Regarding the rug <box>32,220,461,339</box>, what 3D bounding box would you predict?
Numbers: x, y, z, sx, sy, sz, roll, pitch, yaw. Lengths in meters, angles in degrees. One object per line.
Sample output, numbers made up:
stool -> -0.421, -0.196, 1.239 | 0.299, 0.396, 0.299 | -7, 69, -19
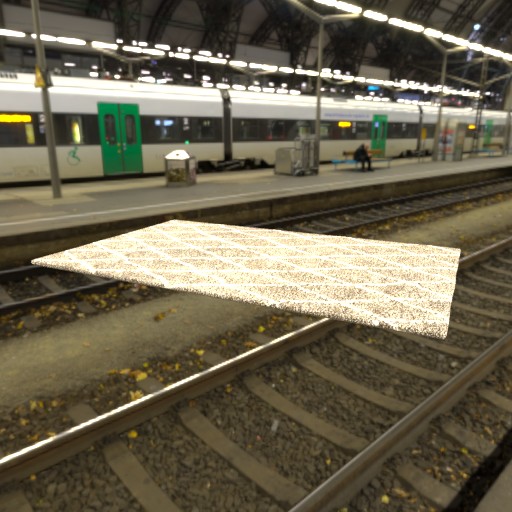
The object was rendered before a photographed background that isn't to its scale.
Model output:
rug -> 0.000, 0.000, 2.948 | 2.438, 0.030, 1.524 | 7, 17, 25
